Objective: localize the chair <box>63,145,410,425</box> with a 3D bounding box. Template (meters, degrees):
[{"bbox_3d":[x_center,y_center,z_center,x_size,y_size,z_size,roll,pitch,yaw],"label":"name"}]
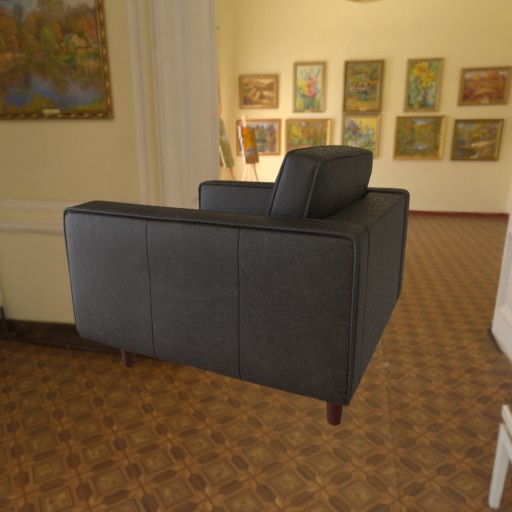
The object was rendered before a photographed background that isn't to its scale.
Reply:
[{"bbox_3d":[0.000,0.000,1.567,0.914,0.763,0.889,7,17,24],"label":"chair"}]
